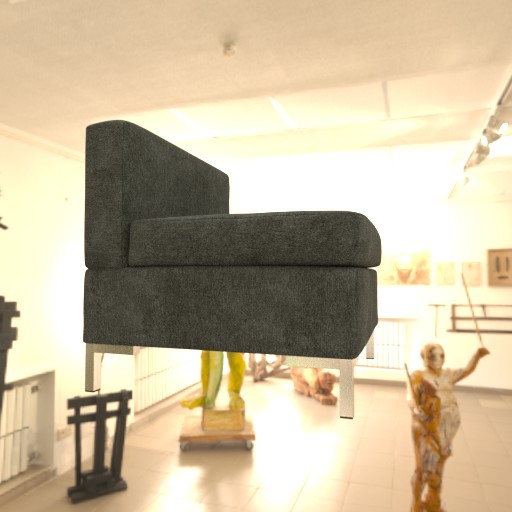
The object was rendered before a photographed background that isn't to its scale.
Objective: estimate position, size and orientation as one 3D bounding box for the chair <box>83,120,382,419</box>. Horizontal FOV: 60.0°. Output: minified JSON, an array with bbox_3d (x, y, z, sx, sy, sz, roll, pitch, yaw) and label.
[{"bbox_3d":[0.000,0.000,1.265,0.680,0.660,0.680,-1,-2,19],"label":"chair"}]
